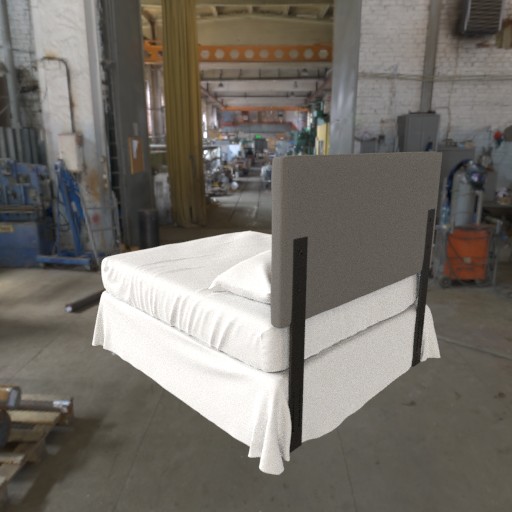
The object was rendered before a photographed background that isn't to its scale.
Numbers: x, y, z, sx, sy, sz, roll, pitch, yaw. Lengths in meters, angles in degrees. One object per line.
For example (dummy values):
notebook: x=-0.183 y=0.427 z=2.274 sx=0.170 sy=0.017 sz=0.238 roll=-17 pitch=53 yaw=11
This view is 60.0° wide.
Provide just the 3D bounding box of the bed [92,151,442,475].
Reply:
bed: x=0.000 y=0.000 z=3.422 sx=1.936 sy=1.577 sz=2.222 roll=-13 pitch=19 yaw=-42
